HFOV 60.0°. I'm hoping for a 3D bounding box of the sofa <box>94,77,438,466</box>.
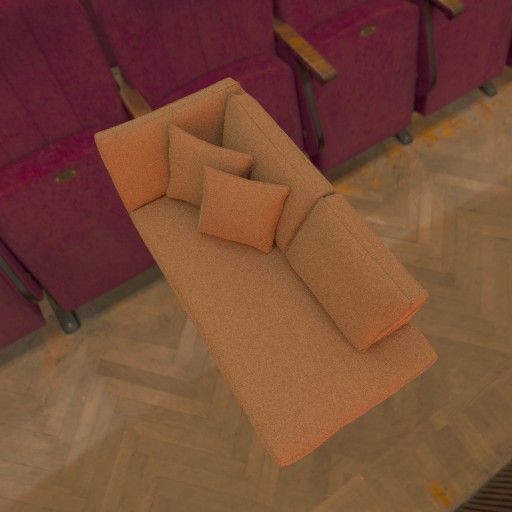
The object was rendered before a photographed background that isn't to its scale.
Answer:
[{"bbox_3d":[0.000,0.000,2.811,1.110,1.033,2.237,-30,67,-14],"label":"sofa"}]
